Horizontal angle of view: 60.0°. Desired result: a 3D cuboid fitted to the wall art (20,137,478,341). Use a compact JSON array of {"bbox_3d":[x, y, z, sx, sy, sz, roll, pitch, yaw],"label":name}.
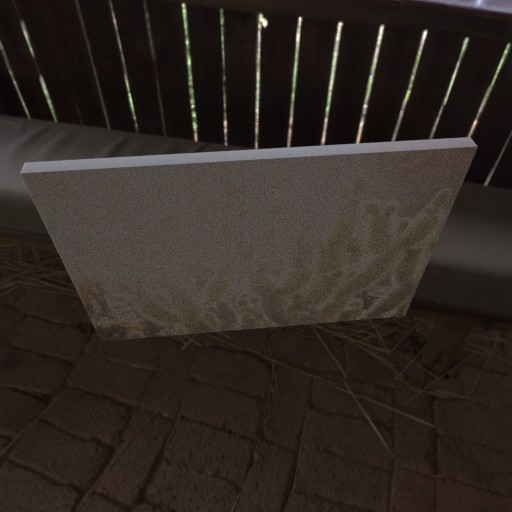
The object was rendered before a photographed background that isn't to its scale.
[{"bbox_3d":[0.000,0.000,1.120,0.916,0.608,0.040,-4,48,-4],"label":"wall art"}]
